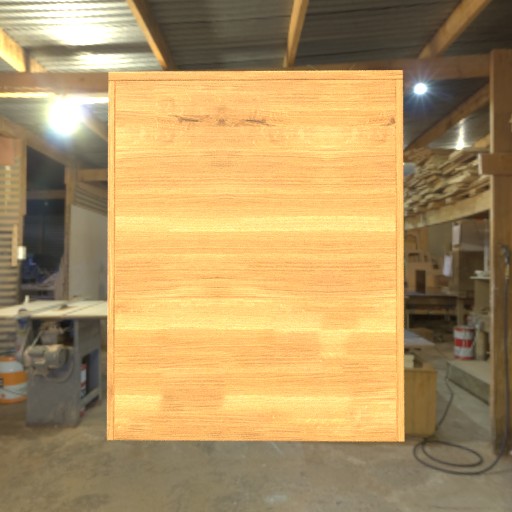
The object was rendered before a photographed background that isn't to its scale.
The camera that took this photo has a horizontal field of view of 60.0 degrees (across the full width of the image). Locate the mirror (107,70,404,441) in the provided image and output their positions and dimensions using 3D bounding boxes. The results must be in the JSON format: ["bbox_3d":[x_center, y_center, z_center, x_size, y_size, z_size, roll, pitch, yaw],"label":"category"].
[{"bbox_3d":[0.000,0.000,1.396,0.800,1.000,0.400,0,-1,1],"label":"mirror"}]
